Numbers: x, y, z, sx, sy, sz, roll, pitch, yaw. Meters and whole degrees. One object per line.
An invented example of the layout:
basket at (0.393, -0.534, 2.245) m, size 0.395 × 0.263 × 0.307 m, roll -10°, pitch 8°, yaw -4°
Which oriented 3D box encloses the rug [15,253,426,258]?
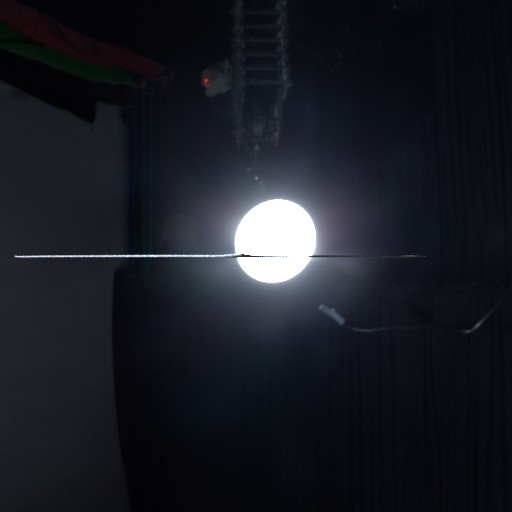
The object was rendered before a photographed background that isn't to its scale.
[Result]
rug at (0.000, 0.000, 2.259) m, size 1.209 × 0.019 × 1.828 m, roll 0°, pitch 0°, yaw 35°
